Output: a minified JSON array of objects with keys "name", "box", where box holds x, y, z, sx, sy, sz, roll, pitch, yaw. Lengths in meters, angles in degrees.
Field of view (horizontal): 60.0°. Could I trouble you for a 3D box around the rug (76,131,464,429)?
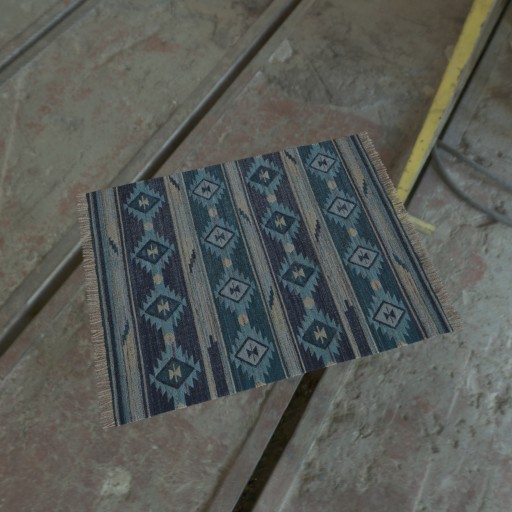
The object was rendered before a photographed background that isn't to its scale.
[{"name":"rug","box":[0.000,0.000,4.346,3.307,0.047,2.418,-14,64,-7]}]
